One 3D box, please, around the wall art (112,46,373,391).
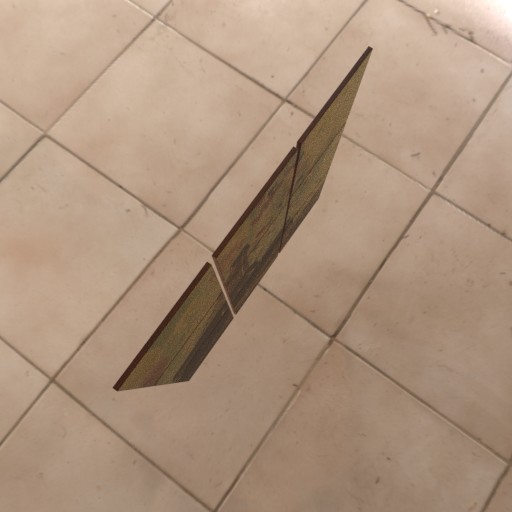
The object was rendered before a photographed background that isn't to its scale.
[{"bbox_3d":[0.000,0.000,1.862,0.017,1.246,1.256,34,78,8],"label":"wall art"}]
